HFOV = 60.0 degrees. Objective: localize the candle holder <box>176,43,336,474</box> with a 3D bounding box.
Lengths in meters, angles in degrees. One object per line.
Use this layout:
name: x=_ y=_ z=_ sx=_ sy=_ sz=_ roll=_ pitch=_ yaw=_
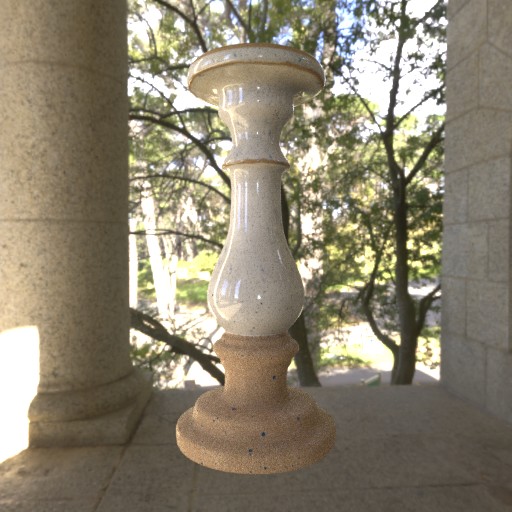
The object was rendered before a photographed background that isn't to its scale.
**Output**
candle holder: x=0.000 y=0.000 z=0.246 sx=0.088 sy=0.203 sz=0.088 roll=0 pitch=0 yaw=0
